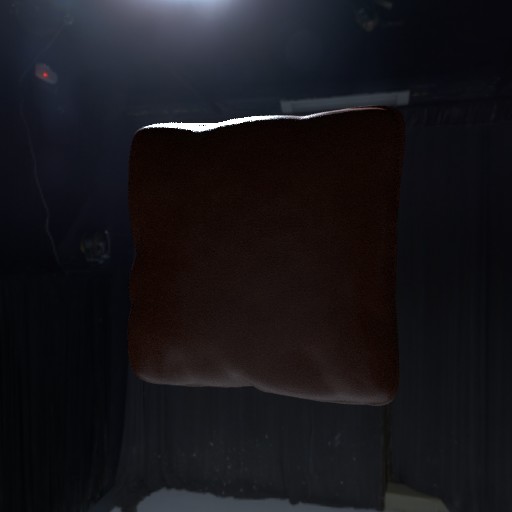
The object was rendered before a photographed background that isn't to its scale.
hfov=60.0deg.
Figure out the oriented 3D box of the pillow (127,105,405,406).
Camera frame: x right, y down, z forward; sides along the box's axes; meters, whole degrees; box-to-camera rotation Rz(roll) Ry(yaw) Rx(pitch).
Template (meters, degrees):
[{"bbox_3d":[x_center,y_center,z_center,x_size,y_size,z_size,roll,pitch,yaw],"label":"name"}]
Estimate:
[{"bbox_3d":[0.000,0.000,0.836,0.532,0.523,0.236,0,1,16],"label":"pillow"}]
